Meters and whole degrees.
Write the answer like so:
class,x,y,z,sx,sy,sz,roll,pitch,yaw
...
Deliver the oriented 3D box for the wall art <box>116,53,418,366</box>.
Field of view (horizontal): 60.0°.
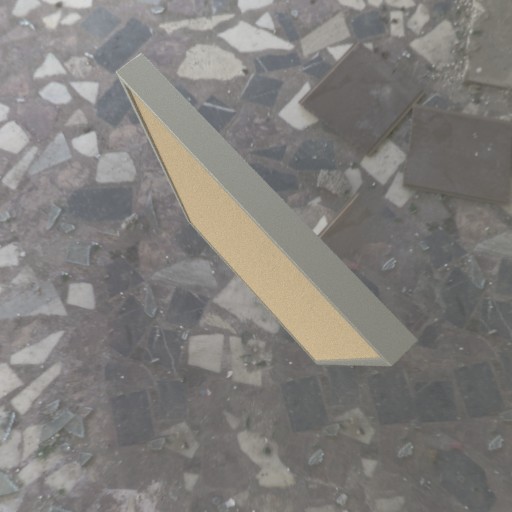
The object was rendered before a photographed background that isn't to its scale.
class,x,y,z,sx,sy,sz,roll,pitch,yaw
wall art,0.000,0.000,0.747,0.039,0.553,0.445,-41,80,-9
